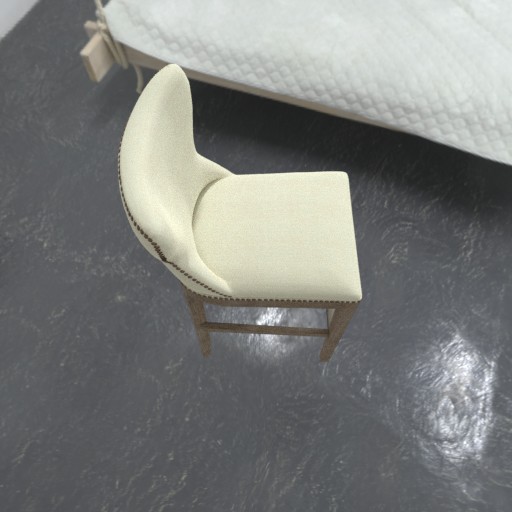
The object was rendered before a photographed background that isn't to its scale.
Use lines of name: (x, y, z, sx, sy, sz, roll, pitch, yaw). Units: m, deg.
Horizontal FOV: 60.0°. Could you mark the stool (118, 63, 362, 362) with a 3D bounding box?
stool: (0.000, 0.000, 1.446, 0.606, 1.123, 0.494, 0, 63, 0)
